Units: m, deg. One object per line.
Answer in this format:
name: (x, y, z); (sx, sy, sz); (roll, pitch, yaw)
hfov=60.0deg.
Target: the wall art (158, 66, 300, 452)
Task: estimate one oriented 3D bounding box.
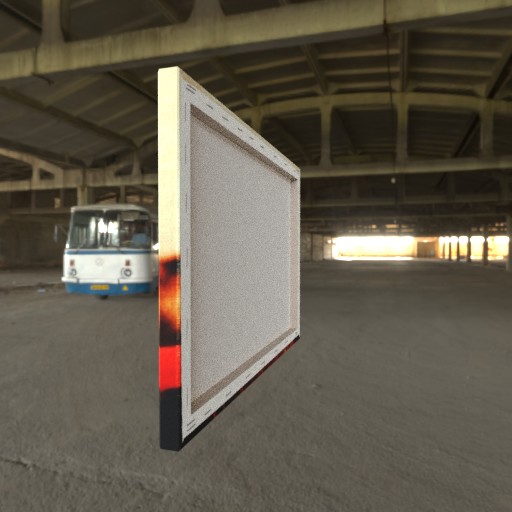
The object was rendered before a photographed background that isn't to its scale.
wall art: (0.000, 0.000, 1.133); (0.038, 0.602, 0.918); (0, 1, 17)
